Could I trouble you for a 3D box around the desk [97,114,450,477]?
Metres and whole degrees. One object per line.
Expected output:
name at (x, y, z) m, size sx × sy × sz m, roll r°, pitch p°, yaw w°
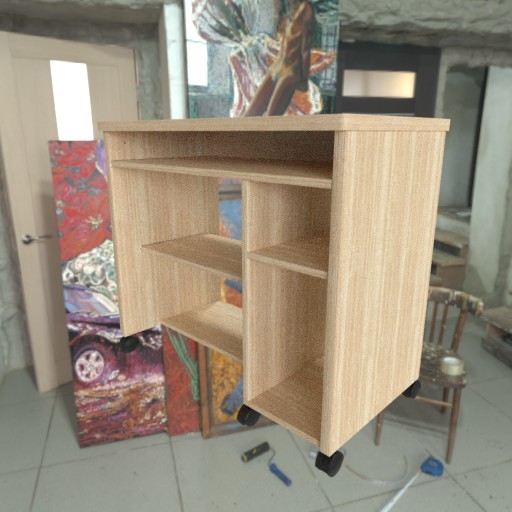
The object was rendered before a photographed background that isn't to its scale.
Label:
desk at (0.000, 0.000, 1.318) m, size 0.884 × 0.770 × 0.480 m, roll 14°, pitch 21°, yaw 42°
